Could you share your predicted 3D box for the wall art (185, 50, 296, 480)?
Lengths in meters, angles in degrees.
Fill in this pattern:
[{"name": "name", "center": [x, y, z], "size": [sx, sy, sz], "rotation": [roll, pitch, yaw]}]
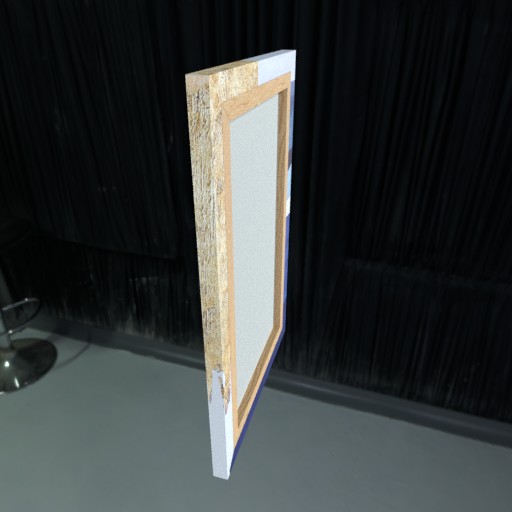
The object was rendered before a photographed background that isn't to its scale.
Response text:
[{"name": "wall art", "center": [0.000, 0.000, 1.119], "size": [0.039, 0.911, 0.607], "rotation": [8, 29, 14]}]
